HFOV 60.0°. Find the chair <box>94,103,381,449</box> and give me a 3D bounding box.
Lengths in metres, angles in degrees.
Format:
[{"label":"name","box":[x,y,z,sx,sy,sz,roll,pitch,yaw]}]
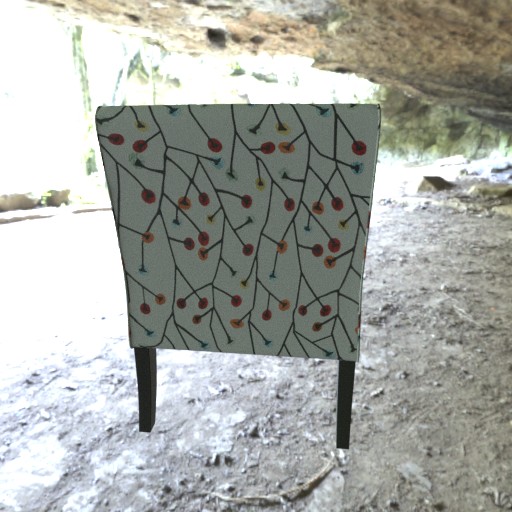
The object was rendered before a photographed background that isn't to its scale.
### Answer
[{"label":"chair","box":[0.000,0.000,1.311,0.597,0.813,0.732,2,16,7]}]
